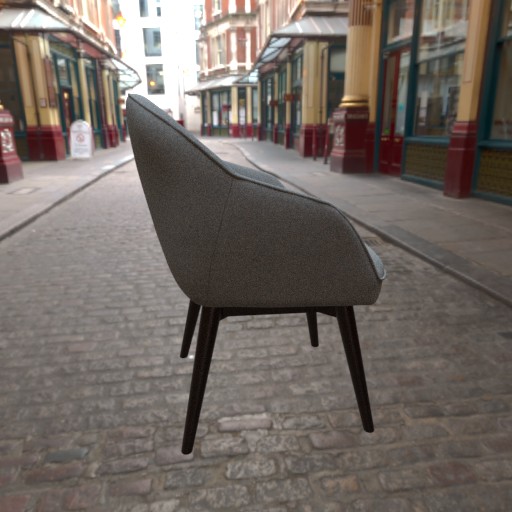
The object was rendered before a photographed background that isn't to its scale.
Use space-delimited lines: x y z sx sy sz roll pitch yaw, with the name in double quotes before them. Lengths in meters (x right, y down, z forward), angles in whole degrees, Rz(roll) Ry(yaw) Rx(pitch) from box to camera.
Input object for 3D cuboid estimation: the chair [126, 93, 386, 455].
"chair" 0.000 0.000 1.190 0.611 0.810 0.589 -3 16 -9
